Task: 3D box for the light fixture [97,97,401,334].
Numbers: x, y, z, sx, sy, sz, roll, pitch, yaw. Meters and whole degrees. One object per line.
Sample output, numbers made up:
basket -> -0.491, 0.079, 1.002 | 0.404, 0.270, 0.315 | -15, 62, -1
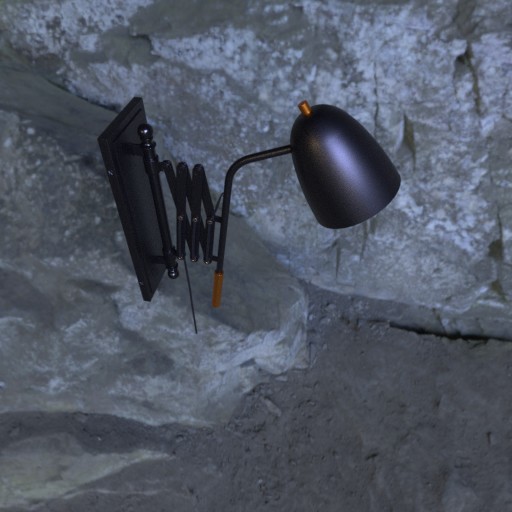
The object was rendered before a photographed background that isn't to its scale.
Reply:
light fixture -> 0.000, 0.000, 0.950 | 0.499, 0.715, 0.162 | 9, 46, 8
